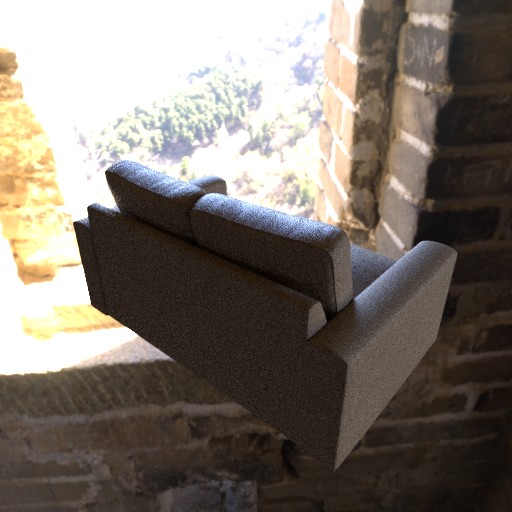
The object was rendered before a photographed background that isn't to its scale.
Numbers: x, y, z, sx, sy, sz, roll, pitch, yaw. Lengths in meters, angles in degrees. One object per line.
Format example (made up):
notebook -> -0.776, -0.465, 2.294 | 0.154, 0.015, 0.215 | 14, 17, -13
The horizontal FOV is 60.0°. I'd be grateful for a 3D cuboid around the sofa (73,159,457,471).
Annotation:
sofa -> 0.000, 0.000, 2.202 | 1.616, 0.873, 1.016 | 23, 36, 34
